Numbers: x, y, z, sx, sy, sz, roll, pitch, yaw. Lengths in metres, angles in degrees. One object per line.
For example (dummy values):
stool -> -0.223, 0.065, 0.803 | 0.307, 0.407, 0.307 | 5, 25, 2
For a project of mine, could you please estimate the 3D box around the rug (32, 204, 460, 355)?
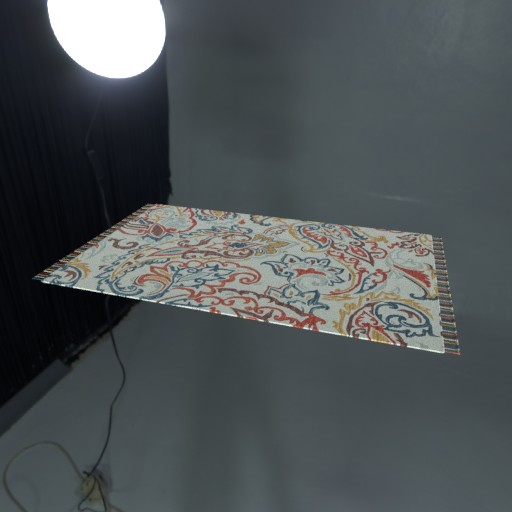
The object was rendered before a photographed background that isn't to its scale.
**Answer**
rug -> 0.000, 0.000, 3.183 | 2.584, 0.010, 1.523 | 8, 27, 15
